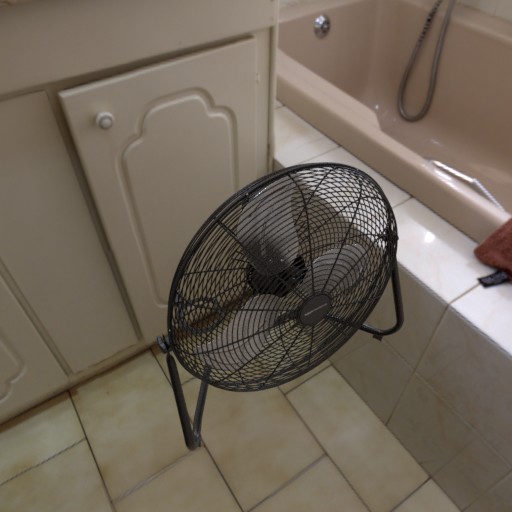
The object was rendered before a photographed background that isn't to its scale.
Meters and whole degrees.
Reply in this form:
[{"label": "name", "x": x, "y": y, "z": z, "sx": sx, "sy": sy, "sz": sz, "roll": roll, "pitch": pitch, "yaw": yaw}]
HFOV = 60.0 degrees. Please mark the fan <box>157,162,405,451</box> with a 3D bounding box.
[{"label": "fan", "x": 0.000, "y": 0.000, "z": 0.922, "sx": 0.555, "sy": 0.546, "sz": 0.424, "roll": -24, "pitch": 51, "yaw": -21}]
